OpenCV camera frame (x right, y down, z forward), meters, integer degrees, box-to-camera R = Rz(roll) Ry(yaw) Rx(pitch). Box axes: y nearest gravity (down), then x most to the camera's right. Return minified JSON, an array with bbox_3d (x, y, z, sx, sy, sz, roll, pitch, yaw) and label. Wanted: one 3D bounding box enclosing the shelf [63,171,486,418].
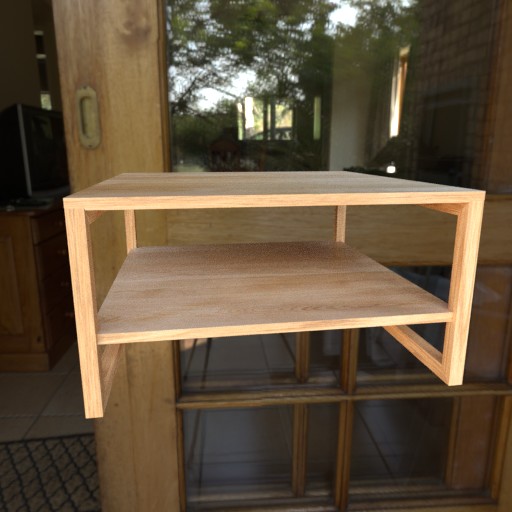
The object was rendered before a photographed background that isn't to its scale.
[{"bbox_3d":[0.000,0.000,1.411,0.899,0.480,0.899,-2,14,-9],"label":"shelf"}]
